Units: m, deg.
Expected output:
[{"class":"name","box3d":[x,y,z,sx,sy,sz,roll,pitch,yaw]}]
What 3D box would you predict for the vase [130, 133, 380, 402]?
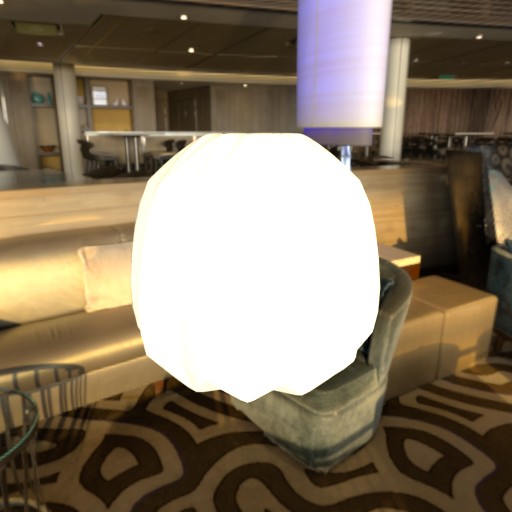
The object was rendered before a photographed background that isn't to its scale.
[{"class":"vase","box3d":[0.000,0.000,0.251,0.139,0.134,0.139,0,15,0]}]
